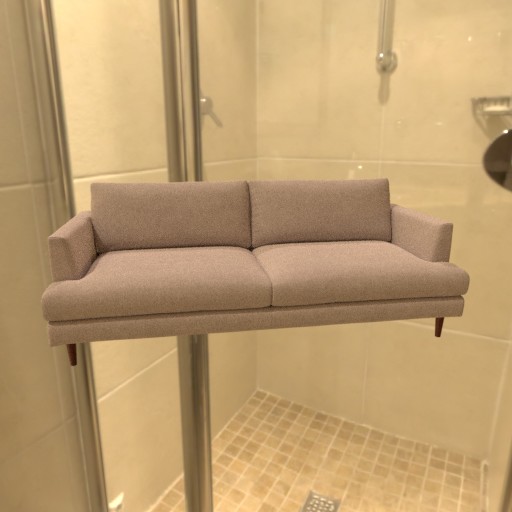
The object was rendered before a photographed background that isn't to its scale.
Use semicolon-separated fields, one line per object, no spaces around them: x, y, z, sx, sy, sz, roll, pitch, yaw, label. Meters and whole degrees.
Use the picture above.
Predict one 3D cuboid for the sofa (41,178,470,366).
0.000;0.000;2.744;2.250;0.868;1.020;-3;16;-9;sofa
